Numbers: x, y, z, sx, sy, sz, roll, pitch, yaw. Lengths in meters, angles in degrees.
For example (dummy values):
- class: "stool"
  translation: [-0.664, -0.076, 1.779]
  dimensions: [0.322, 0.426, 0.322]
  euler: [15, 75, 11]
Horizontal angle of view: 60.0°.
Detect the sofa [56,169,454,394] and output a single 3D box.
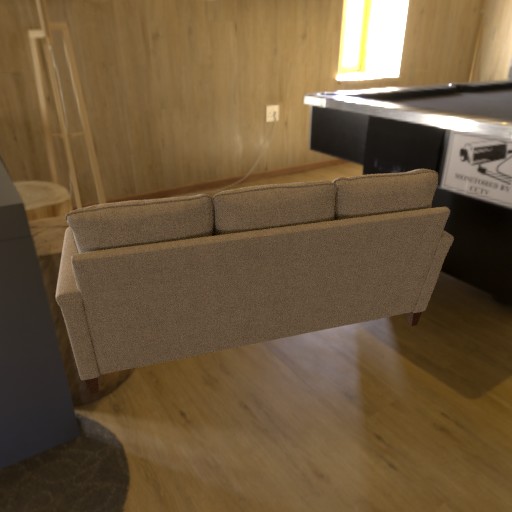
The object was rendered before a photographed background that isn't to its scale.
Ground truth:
- class: "sofa"
  translation: [0.000, 0.000, 2.407]
  dimensions: [1.925, 0.959, 0.828]
  euler: [-8, 28, -16]
